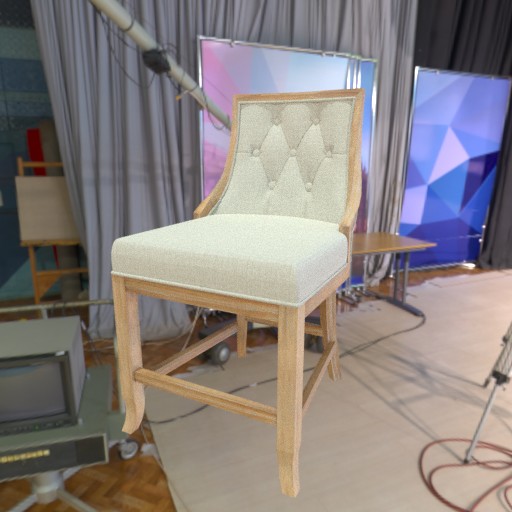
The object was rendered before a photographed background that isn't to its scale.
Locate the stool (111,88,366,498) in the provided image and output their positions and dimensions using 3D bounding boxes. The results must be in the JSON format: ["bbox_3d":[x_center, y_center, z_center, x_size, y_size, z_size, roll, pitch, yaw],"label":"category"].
[{"bbox_3d":[0.000,0.000,1.276,0.524,0.938,0.626,8,17,26],"label":"stool"}]
